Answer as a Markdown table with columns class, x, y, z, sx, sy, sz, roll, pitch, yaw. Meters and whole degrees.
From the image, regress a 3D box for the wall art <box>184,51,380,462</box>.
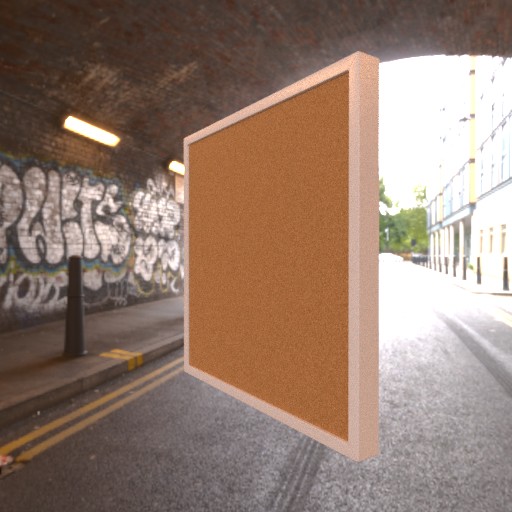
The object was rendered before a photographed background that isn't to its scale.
| class | x | y | z | sx | sy | sz | roll | pitch | yaw |
| --- | --- | --- | --- | --- | --- | --- | --- | --- | --- |
| wall art | 0.000 | 0.000 | 0.765 | 0.038 | 0.508 | 0.508 | 0 | 1 | -34 |
